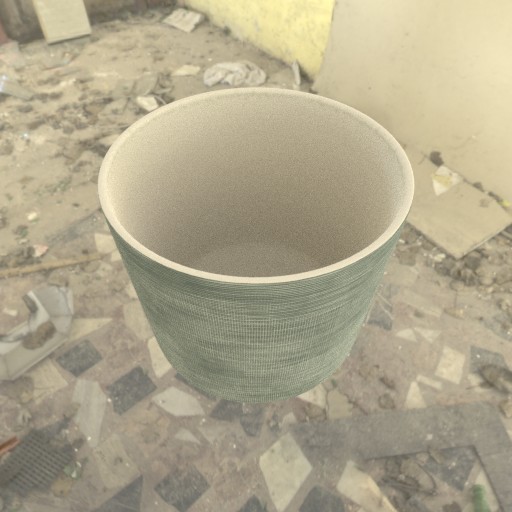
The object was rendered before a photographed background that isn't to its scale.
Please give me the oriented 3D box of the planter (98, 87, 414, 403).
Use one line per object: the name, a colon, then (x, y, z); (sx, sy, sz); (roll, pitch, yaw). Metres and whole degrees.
planter: (0.000, 0.000, 0.778); (0.440, 0.398, 0.440); (0, 48, 0)
